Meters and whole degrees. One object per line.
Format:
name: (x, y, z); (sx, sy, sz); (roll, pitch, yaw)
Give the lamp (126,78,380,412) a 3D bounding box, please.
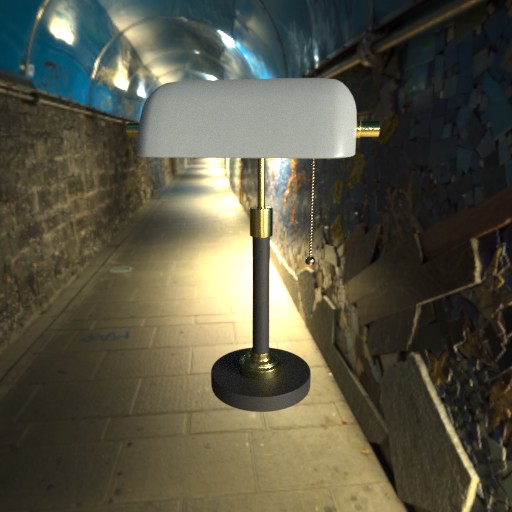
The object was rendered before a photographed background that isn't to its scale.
lamp: (0.000, 0.000, 0.555); (0.269, 0.404, 0.227); (2, 15, 9)
